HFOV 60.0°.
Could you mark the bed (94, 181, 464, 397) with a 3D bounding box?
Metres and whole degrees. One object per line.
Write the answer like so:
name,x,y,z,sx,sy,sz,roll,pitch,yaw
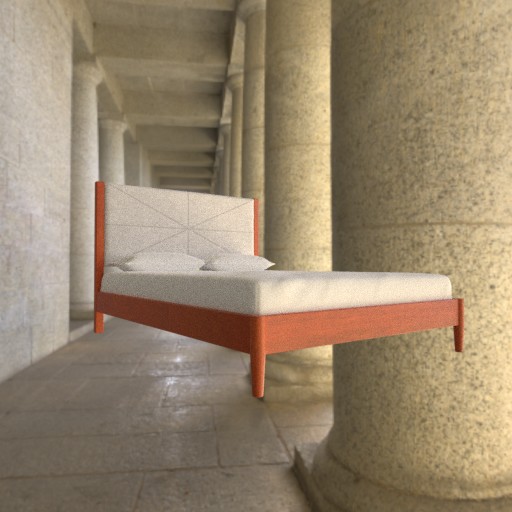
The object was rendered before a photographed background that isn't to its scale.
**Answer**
bed,0.000,0.000,3.045,1.566,1.165,2.117,1,-1,-37
